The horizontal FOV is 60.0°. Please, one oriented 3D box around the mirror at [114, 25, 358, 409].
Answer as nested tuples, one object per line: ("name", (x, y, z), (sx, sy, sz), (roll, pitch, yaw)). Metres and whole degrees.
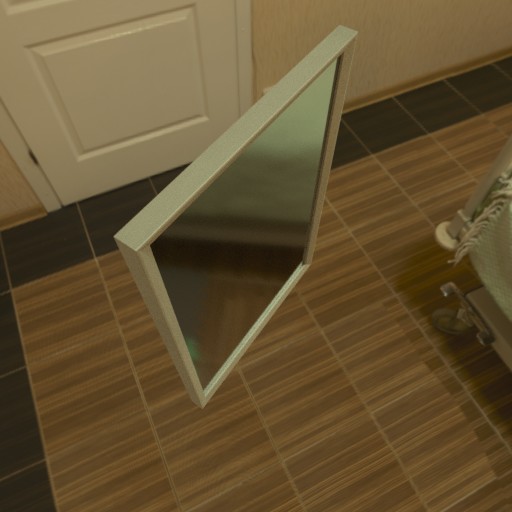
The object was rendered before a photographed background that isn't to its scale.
("mirror", (0.000, 0.000, 0.897), (0.039, 0.710, 0.507), (31, 63, 18))
